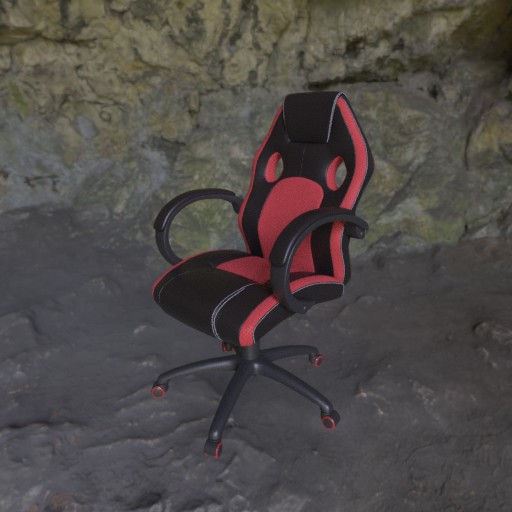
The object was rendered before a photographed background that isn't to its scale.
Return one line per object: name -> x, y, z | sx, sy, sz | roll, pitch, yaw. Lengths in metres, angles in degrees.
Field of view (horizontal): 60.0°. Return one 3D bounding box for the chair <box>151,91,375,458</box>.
chair -> 0.000, 0.000, 1.667 | 0.750, 1.189, 0.783 | 16, 23, 42
